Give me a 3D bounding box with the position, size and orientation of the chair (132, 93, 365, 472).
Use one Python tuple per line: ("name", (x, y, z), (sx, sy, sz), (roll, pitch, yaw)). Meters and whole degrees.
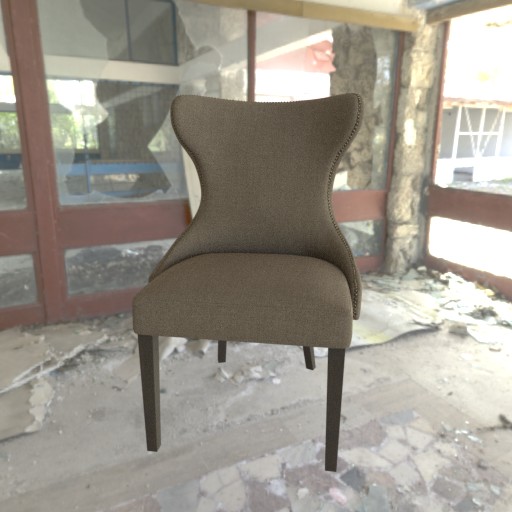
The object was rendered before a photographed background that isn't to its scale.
("chair", (0.000, 0.000, 1.346), (0.628, 0.967, 0.635), (2, 15, 9))
